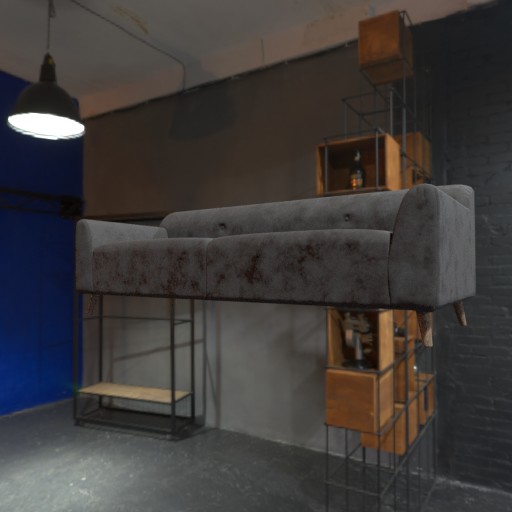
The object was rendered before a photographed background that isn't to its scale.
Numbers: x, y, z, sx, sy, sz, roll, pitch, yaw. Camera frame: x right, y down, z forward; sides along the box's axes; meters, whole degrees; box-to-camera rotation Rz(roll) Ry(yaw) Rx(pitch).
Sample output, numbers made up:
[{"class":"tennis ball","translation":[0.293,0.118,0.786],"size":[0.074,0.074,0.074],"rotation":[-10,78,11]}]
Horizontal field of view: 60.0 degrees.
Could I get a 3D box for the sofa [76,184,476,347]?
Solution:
[{"class":"sofa","translation":[0.000,0.000,2.569],"size":[2.190,0.740,0.900],"rotation":[-1,-2,34]}]
